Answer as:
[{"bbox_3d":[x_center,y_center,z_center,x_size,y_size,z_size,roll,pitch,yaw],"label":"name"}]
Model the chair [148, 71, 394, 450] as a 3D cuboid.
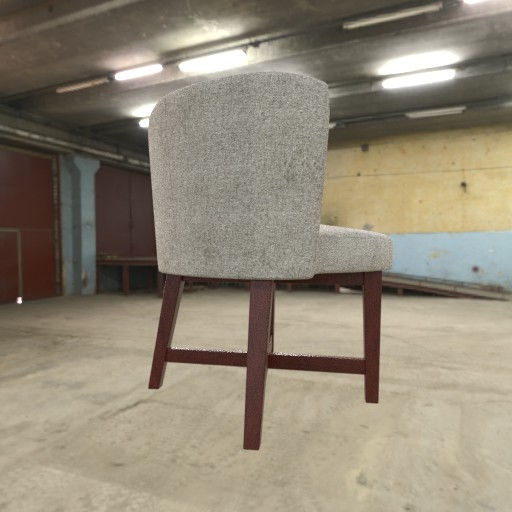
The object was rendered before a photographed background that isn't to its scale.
[{"bbox_3d":[0.000,0.000,1.292,0.575,0.827,0.728,-1,1,-36],"label":"chair"}]
